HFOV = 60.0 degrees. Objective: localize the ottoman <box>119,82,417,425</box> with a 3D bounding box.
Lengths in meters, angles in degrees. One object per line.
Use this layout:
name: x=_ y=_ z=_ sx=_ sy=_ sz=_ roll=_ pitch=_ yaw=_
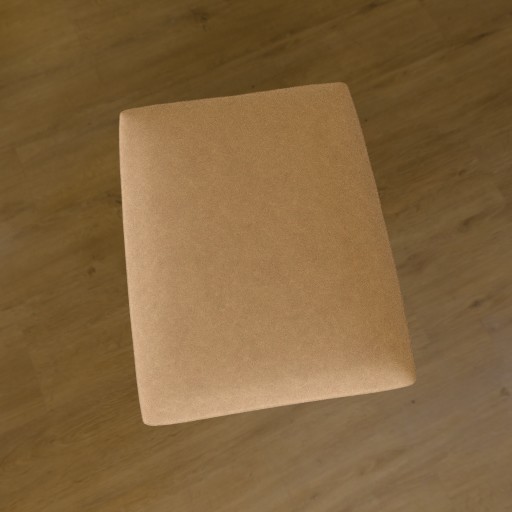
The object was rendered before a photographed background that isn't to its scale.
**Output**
ottoman: x=0.000 y=0.000 z=1.161 sx=0.584 sy=0.513 sz=0.741 roll=-8 pitch=75 yaw=-2
